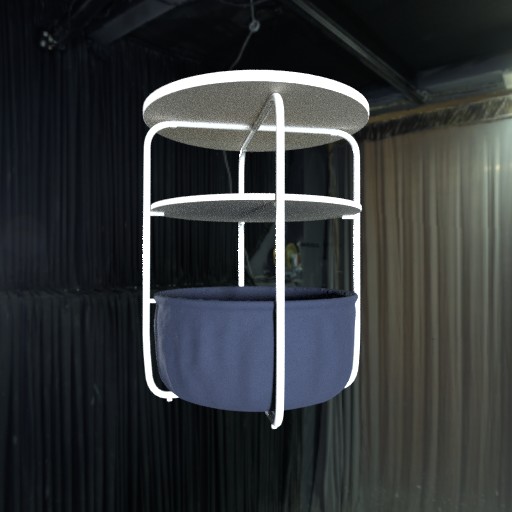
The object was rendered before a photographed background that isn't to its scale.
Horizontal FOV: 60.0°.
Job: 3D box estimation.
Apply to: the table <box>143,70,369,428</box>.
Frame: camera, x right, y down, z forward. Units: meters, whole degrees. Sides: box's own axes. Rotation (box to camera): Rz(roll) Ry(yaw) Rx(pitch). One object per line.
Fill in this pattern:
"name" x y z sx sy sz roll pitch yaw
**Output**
"table" 0.000 0.000 0.845 0.418 0.532 0.418 0 -1 35
